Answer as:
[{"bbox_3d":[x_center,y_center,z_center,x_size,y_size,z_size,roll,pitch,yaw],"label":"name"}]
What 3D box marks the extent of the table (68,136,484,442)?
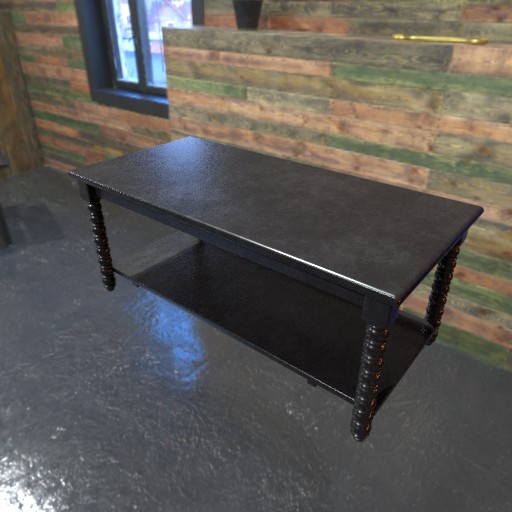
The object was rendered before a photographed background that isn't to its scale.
[{"bbox_3d":[0.000,0.000,1.472,1.171,0.487,0.580,22,36,33],"label":"table"}]
